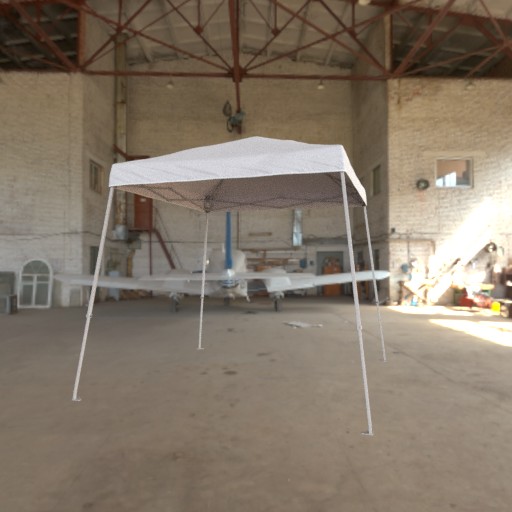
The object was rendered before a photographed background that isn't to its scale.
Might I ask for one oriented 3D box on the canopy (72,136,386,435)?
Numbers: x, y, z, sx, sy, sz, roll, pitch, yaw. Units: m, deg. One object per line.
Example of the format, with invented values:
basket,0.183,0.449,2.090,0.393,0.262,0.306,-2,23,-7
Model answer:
canopy,0.000,0.000,5.256,2.849,2.849,2.848,0,-1,18
